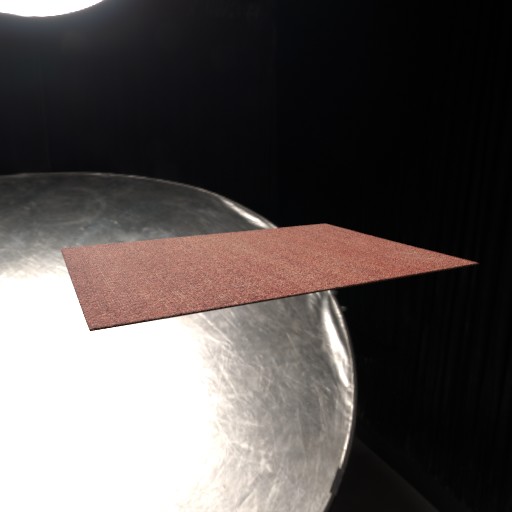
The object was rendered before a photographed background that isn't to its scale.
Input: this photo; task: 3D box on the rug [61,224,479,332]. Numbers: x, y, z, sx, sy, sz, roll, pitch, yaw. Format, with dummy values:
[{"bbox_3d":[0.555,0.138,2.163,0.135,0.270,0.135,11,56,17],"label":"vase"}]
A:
[{"bbox_3d":[0.000,0.000,5.099,3.965,0.025,2.803,-7,16,-26],"label":"rug"}]
